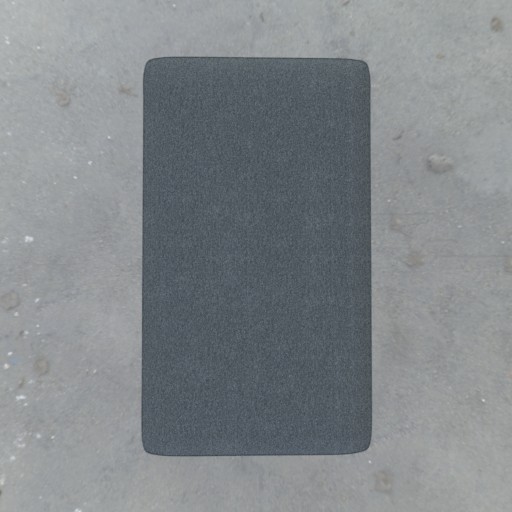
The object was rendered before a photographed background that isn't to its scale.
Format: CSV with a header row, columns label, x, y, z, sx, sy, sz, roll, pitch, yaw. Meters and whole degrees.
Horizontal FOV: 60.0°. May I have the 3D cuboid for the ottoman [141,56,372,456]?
label,x,y,z,sx,sy,sz,roll,pitch,yaw
ottoman,0.000,0.000,1.492,0.681,0.494,1.173,0,89,-1
